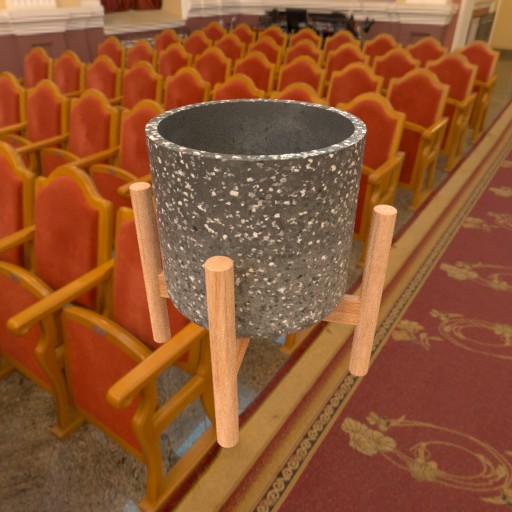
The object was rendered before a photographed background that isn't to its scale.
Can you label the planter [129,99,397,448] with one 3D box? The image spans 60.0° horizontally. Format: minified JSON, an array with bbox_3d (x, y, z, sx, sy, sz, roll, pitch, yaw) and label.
[{"bbox_3d":[0.000,0.000,0.538,0.284,0.320,0.284,21,37,30],"label":"planter"}]
